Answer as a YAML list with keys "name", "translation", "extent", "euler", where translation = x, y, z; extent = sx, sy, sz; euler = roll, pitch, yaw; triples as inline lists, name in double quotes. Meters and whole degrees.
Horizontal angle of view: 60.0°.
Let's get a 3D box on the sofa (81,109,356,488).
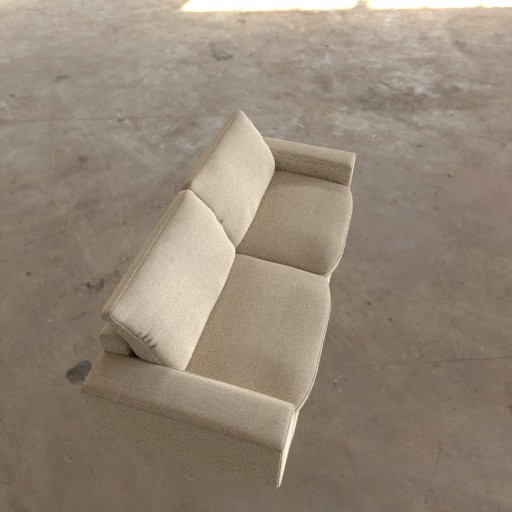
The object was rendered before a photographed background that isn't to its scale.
- name: "sofa"
  translation: [0.000, 0.000, 2.779]
  extent: [1.040, 0.922, 2.299]
  euler: [12, 48, 11]
